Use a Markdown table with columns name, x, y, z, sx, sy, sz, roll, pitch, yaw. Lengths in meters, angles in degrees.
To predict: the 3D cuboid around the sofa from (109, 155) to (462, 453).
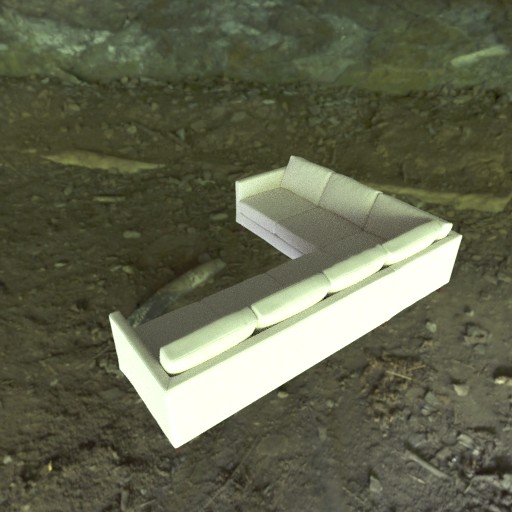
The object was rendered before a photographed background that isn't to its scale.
| name | x | y | z | sx | sy | sz | roll | pitch | yaw |
| --- | --- | --- | --- | --- | --- | --- | --- | --- | --- |
| sofa | 0.000 | 0.000 | 4.398 | 3.182 | 0.863 | 2.432 | -22 | 38 | -30 |
